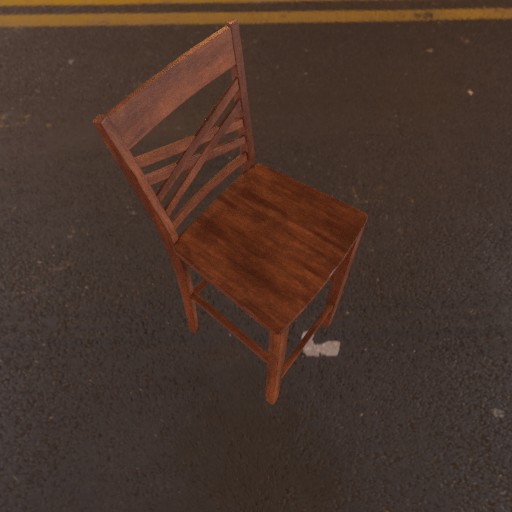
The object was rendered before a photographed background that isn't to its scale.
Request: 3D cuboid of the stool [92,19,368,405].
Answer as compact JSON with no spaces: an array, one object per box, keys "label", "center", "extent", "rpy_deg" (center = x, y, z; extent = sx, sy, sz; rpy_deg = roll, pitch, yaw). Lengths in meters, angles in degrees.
[{"label":"stool","center":[0.000,0.000,1.336],"extent":[0.487,1.105,0.433],"rpy_deg":[33,64,18]}]
